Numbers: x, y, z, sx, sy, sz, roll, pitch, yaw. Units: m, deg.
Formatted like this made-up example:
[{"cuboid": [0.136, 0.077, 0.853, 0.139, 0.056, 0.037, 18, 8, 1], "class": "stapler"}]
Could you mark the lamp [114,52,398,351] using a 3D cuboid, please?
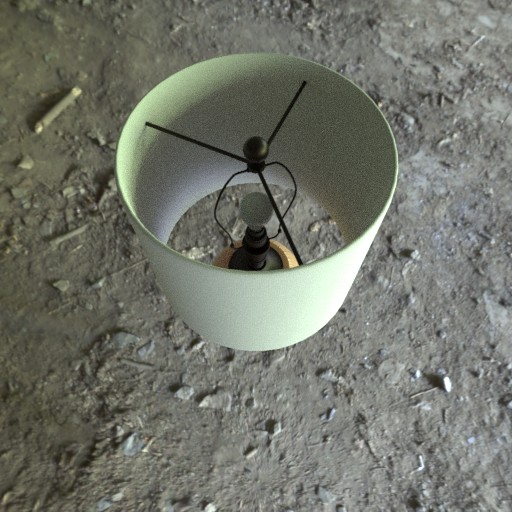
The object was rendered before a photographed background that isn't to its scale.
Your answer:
[{"cuboid": [0.000, 0.000, 0.756, 0.329, 0.570, 0.329, 0, 63, 0], "class": "lamp"}]
